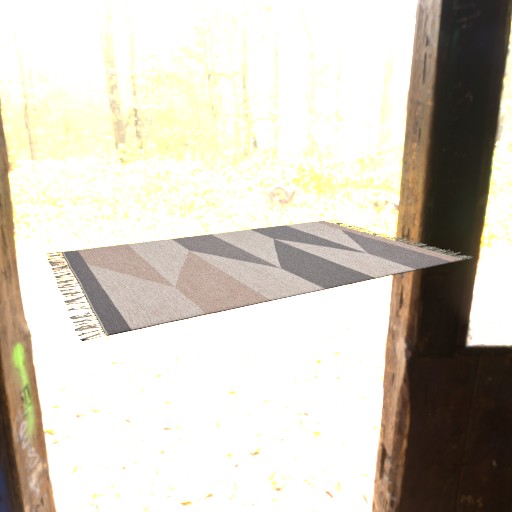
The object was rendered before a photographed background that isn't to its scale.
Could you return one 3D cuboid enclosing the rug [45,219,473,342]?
[{"bbox_3d":[0.000,0.000,2.420,2.021,0.027,1.224,-9,18,-28],"label":"rug"}]
